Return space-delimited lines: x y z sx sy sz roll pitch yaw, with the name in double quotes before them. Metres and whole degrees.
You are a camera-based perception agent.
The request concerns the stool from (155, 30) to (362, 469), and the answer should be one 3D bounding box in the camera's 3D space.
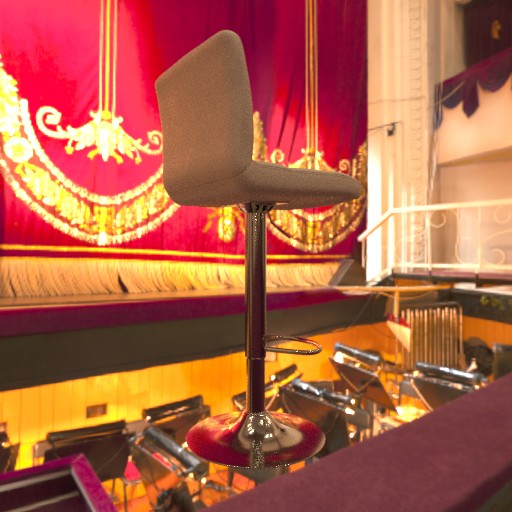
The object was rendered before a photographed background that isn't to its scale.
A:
"stool" 0.000 0.000 1.363 0.505 1.115 0.430 0 0 -37
